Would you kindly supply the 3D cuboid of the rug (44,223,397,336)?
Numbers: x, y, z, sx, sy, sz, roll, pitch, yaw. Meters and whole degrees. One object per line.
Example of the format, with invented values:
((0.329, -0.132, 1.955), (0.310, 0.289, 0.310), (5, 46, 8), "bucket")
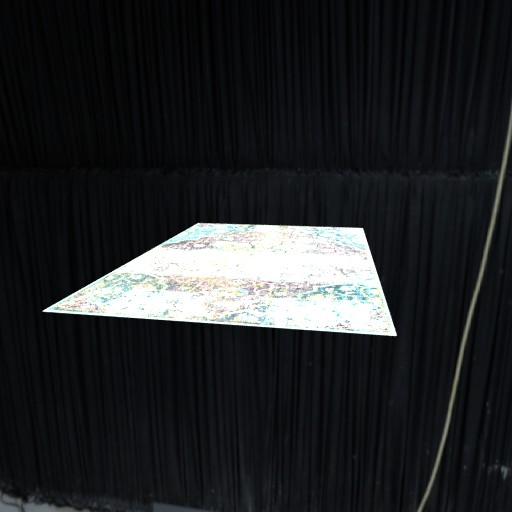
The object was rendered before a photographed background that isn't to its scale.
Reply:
((0.000, 0.000, 2.970), (1.566, 0.004, 2.363), (3, 14, 11), "rug")
